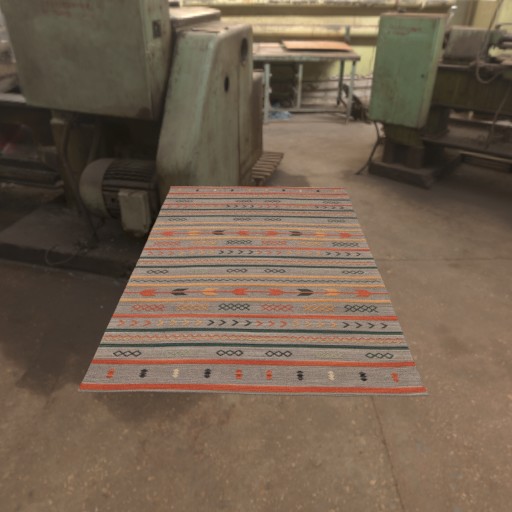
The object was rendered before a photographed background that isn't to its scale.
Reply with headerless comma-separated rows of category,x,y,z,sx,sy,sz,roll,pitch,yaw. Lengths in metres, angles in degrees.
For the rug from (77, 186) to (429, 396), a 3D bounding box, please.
rug,0.000,0.000,2.312,1.220,0.017,1.835,0,31,1
